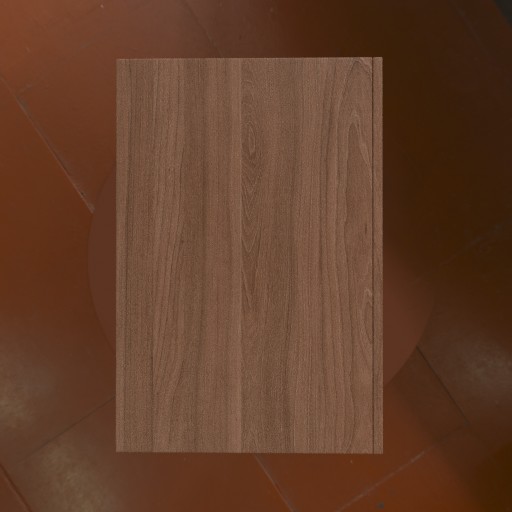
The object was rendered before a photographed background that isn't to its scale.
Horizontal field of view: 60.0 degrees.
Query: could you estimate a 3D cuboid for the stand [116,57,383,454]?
[{"bbox_3d":[0.000,0.000,0.923,0.420,0.500,0.600,0,90,1],"label":"stand"}]
